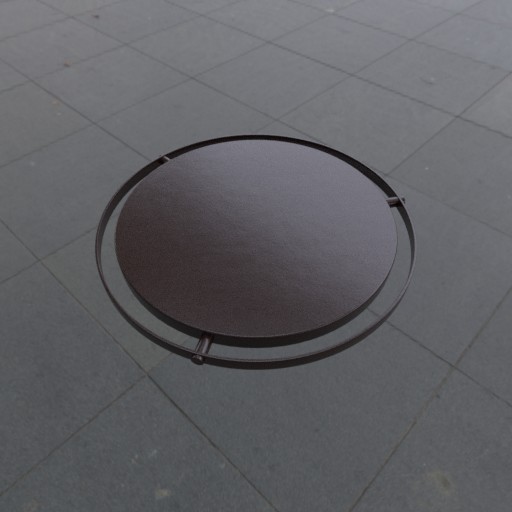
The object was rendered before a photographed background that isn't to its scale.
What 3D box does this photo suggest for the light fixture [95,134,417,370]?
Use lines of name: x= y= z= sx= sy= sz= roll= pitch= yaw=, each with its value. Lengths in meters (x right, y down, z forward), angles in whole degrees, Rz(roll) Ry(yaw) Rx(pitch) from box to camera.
light fixture: x=0.000 y=0.000 z=0.555 sx=0.361 sy=0.130 sz=0.361 roll=0 pitch=48 yaw=0
